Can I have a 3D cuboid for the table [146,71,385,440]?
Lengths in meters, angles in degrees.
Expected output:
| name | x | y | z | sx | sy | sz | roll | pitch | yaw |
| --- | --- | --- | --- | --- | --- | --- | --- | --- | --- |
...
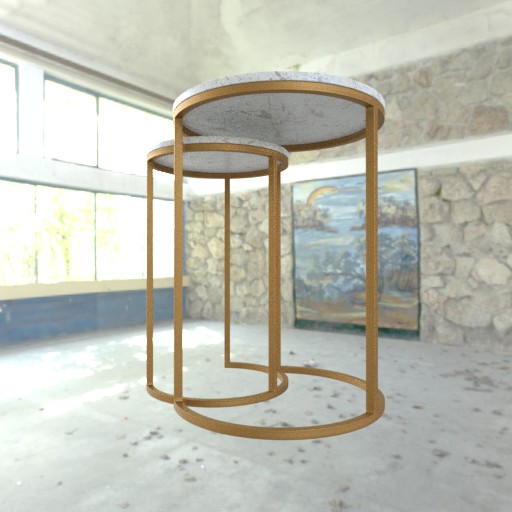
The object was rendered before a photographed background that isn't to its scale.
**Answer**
| name | x | y | z | sx | sy | sz | roll | pitch | yaw |
| --- | --- | --- | --- | --- | --- | --- | --- | --- | --- |
| table | 0.000 | 0.000 | 0.892 | 0.507 | 0.550 | 0.400 | 0 | 0 | 37 |
